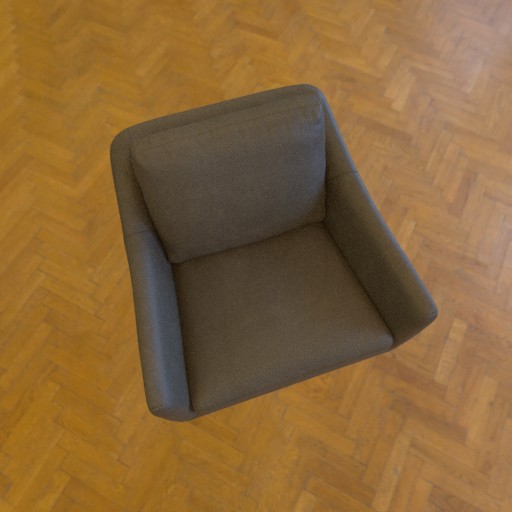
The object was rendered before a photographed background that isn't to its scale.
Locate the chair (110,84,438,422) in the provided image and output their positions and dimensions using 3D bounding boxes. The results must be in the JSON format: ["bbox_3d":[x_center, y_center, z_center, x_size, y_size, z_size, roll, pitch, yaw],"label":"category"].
[{"bbox_3d":[0.000,0.000,1.712,0.988,0.901,0.961,-17,66,-8],"label":"chair"}]
